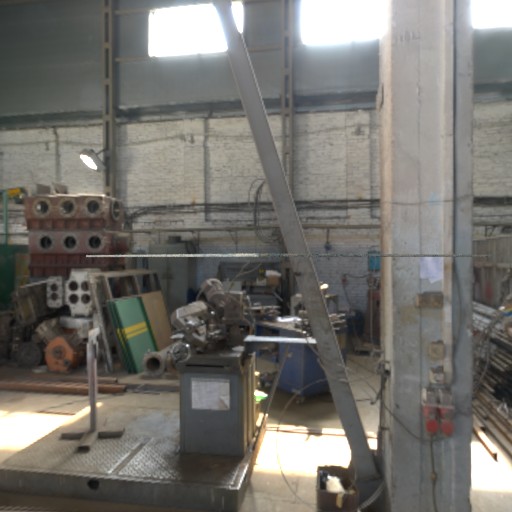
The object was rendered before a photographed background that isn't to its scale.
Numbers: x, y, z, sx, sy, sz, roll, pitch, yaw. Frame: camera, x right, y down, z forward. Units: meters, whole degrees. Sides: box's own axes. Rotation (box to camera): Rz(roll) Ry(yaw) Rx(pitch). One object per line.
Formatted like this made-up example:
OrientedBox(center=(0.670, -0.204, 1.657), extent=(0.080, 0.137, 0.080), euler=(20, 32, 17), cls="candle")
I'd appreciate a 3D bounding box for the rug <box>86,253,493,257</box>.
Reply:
OrientedBox(center=(0.000, 0.000, 2.319), extent=(1.260, 0.009, 1.820), euler=(0, 0, -35), cls="rug")
